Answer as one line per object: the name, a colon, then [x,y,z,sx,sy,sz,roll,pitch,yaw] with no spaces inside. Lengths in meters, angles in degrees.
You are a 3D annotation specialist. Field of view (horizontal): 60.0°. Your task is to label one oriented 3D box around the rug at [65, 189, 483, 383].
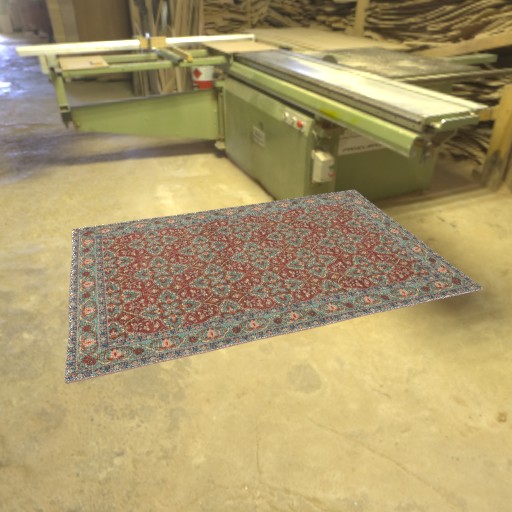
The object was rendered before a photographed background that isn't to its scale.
rug: [0.000,0.000,2.306,1.829,0.009,1.219,-10,33,-15]
